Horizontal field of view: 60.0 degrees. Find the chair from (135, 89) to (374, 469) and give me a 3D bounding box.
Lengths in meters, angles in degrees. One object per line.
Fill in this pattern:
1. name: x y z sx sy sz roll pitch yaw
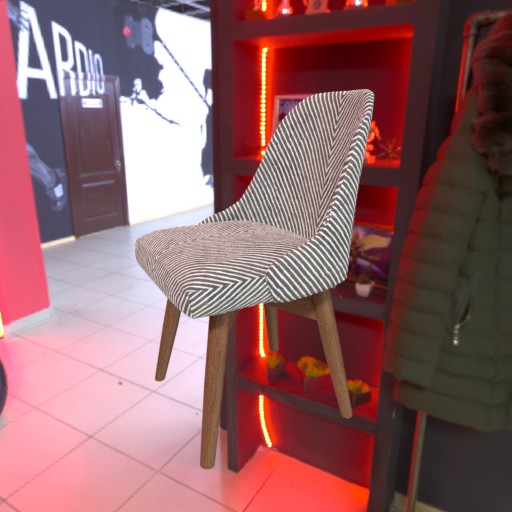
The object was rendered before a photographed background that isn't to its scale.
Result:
1. chair: 0.000 0.000 1.242 0.591 0.883 0.504 -9 19 -26
